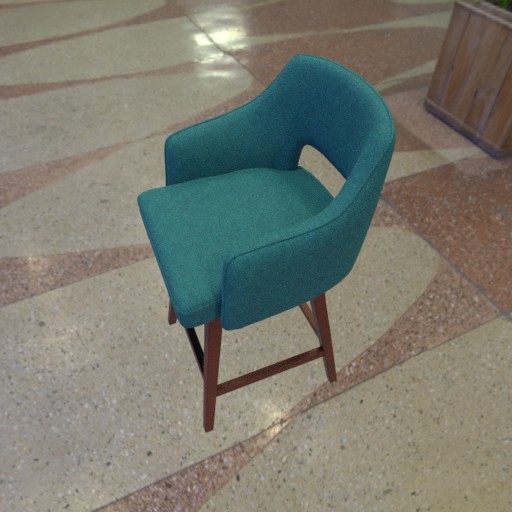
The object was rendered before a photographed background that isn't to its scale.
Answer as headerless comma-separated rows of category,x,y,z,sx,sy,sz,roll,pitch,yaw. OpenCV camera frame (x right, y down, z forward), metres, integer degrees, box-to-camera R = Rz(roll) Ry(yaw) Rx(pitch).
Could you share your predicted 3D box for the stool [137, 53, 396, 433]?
stool,0.000,0.000,1.285,0.556,0.961,0.548,-17,49,-15
